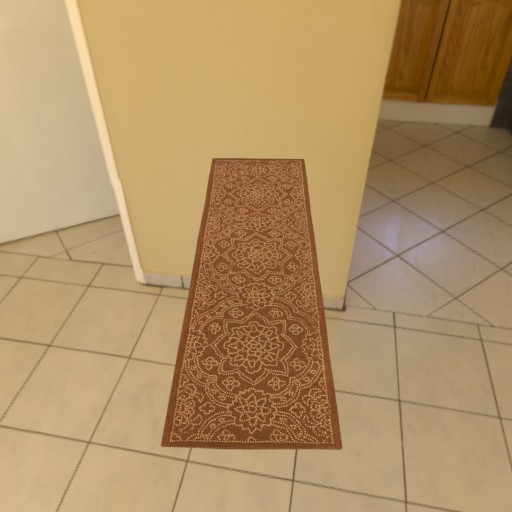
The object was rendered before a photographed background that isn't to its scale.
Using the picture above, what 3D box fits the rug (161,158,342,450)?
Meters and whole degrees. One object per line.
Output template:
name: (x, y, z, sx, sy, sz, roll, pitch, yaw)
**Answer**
rug: (0.000, 0.000, 2.774, 0.769, 0.012, 2.448, 1, 41, 1)
